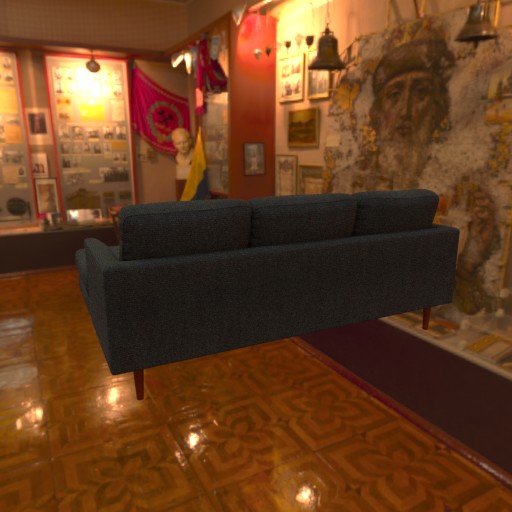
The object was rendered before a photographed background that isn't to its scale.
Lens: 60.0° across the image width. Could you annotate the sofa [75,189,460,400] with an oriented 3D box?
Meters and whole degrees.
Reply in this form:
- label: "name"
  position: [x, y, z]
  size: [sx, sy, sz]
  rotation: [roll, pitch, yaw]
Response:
- label: "sofa"
  position: [0.000, 0.000, 3.083]
  size: [2.233, 0.956, 1.504]
  rotation: [-7, 15, -26]
